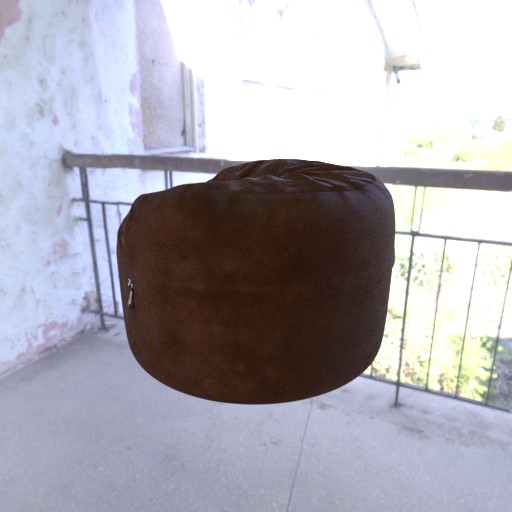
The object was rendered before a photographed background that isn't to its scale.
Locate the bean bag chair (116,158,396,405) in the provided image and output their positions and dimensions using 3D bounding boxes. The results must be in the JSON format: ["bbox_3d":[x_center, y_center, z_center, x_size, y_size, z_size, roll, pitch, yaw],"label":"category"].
[{"bbox_3d":[0.000,0.000,1.530,0.918,0.616,0.918,0,17,0],"label":"bean bag chair"}]
